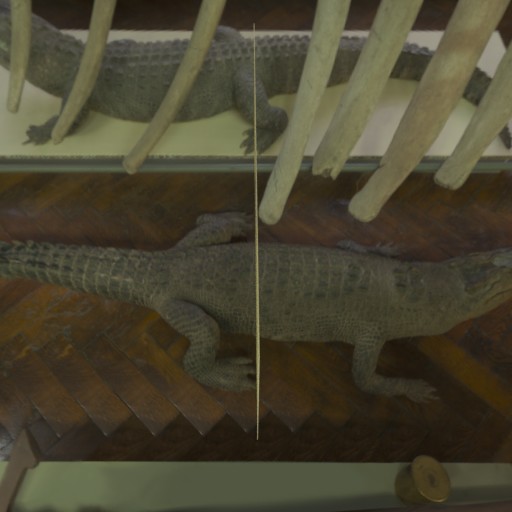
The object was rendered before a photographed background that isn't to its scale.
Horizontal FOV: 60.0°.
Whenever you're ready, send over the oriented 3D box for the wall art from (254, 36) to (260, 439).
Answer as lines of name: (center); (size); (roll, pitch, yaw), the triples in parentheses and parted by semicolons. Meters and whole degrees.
wall art: (0.000, 0.000, 2.236); (0.002, 1.505, 1.517); (-1, 60, 0)
